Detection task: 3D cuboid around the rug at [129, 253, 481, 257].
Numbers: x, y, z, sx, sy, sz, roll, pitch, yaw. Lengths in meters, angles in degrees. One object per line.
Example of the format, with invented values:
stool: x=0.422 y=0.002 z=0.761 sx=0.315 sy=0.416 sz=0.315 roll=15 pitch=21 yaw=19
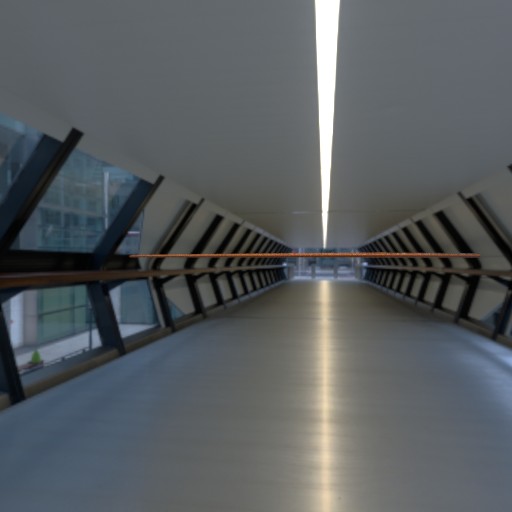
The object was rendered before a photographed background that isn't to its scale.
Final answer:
rug: x=0.000 y=0.000 z=2.563 sx=0.651 sy=0.016 sz=2.274 roll=0 pitch=0 yaw=-37
